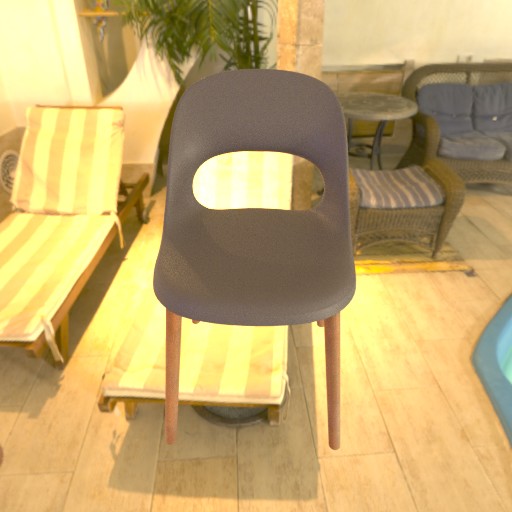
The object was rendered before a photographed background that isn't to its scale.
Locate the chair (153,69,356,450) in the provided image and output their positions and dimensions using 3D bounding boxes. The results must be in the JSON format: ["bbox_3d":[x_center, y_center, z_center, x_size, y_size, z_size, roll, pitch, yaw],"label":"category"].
[{"bbox_3d":[0.000,0.000,1.119,0.470,0.795,0.556,1,32,2],"label":"chair"}]
